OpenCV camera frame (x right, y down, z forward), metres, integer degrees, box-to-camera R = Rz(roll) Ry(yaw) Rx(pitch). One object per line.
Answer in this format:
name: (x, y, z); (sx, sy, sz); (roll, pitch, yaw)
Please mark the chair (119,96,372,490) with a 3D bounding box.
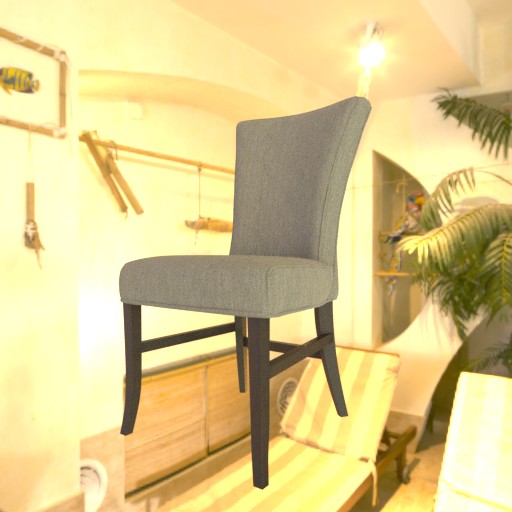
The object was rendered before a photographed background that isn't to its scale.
chair: (0.000, 0.000, 1.333); (0.520, 0.991, 0.660); (1, 1, 36)
